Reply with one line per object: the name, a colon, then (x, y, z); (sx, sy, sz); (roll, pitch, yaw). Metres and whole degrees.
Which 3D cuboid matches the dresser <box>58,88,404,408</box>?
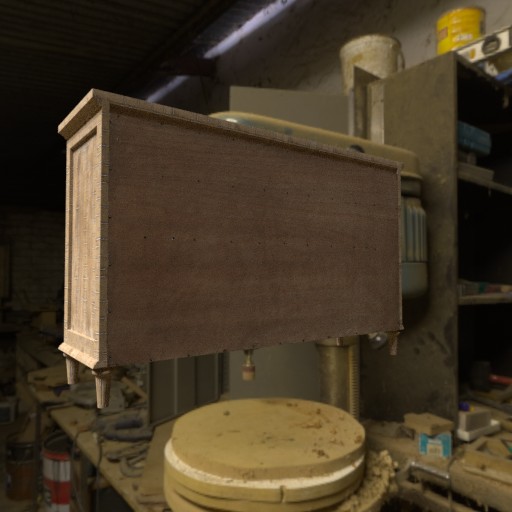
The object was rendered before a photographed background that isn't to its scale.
dresser: (0.000, 0.000, 2.052); (1.626, 1.016, 0.457); (1, -2, -36)
